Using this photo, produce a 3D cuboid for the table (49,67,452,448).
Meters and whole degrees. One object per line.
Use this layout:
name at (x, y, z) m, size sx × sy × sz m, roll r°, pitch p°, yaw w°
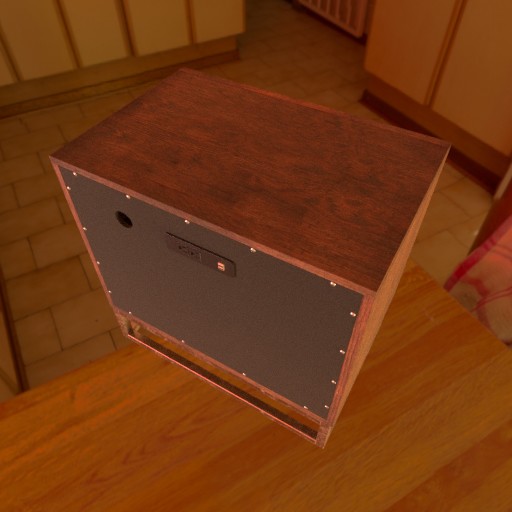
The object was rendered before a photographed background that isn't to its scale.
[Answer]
table at (0.000, 0.000, 1.288) m, size 0.767 × 0.746 × 0.542 m, roll 23°, pitch 52°, yaw 20°
